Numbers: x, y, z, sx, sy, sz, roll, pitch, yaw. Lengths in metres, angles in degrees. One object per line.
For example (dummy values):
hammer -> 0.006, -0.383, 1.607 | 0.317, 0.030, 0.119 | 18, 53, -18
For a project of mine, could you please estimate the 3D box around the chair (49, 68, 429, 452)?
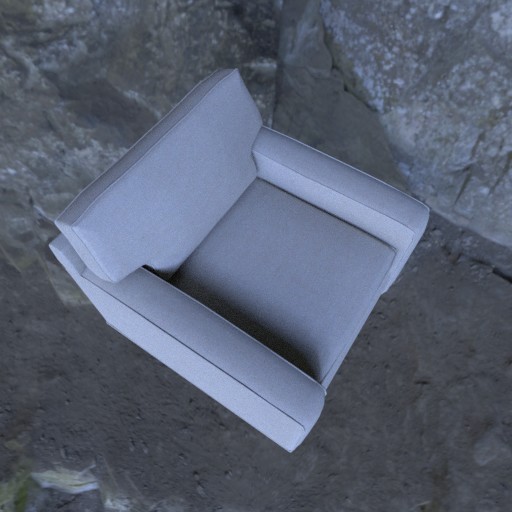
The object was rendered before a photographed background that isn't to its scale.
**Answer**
chair -> 0.000, 0.000, 1.801 | 1.043, 0.913, 0.998 | 30, 64, 16
